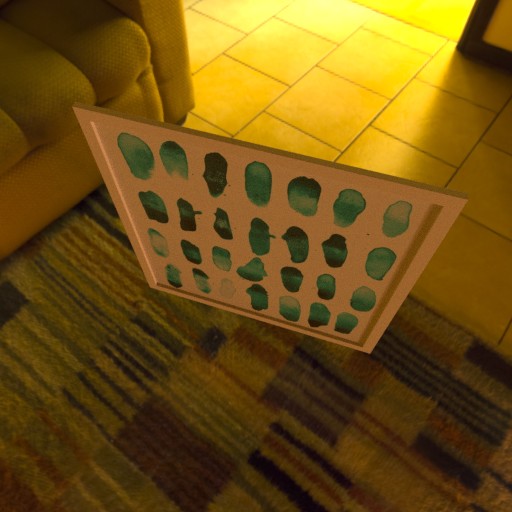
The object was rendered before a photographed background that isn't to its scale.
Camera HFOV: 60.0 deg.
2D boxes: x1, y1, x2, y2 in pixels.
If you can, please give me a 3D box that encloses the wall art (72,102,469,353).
[{"bbox_3d":[0.000,0.000,0.684,0.456,0.457,0.009,15,59,9],"label":"wall art"}]
